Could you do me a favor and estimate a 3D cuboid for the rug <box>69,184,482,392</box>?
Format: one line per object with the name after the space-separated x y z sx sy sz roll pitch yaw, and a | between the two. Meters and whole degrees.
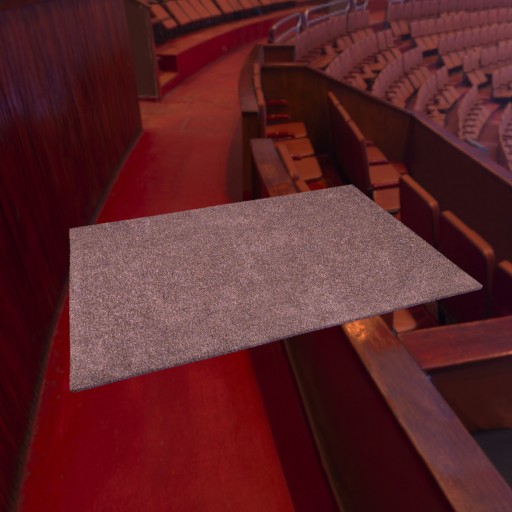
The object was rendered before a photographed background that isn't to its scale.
0.000 0.000 3.403 2.699 0.026 1.802 -11 35 -16 | rug
